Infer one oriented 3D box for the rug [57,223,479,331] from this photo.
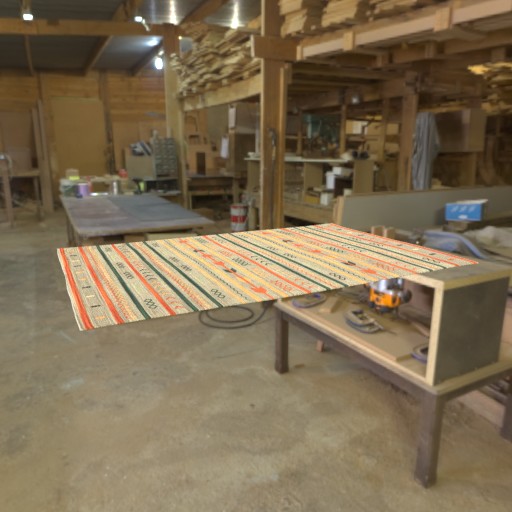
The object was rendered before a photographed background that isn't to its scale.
[{"bbox_3d":[0.000,0.000,2.297,1.835,0.017,1.220,-7,16,-26],"label":"rug"}]
